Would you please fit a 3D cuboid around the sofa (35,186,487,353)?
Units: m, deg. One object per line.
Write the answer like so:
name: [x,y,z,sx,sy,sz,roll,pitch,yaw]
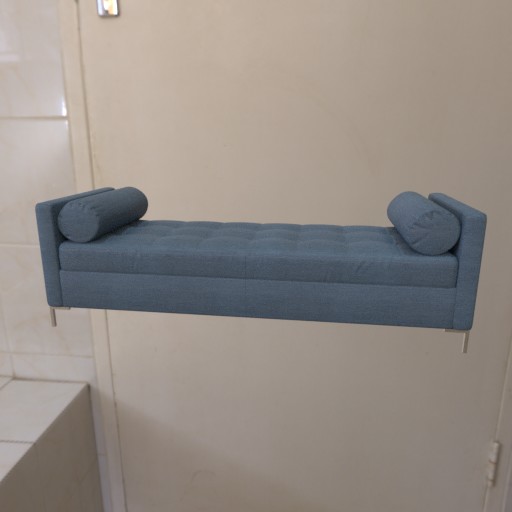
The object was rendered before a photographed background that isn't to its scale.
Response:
sofa: [0.000,0.000,2.311,1.981,0.635,0.686,2,15,8]
